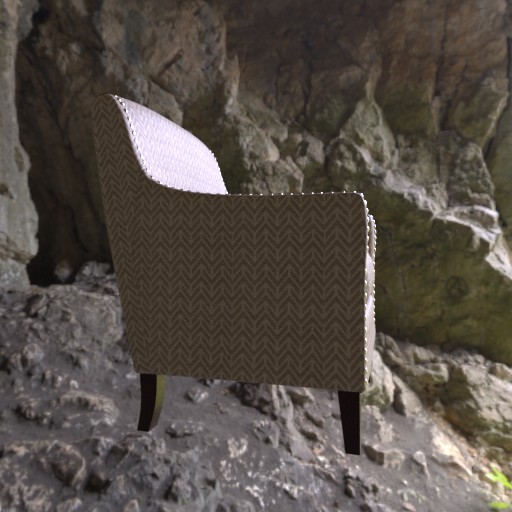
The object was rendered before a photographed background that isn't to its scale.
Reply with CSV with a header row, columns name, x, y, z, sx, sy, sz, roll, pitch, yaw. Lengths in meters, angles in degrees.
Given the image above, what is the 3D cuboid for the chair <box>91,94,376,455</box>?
name,x,y,z,sx,sy,sz,roll,pitch,yaw
chair,0.000,0.000,1.268,0.651,0.816,0.623,0,1,17
